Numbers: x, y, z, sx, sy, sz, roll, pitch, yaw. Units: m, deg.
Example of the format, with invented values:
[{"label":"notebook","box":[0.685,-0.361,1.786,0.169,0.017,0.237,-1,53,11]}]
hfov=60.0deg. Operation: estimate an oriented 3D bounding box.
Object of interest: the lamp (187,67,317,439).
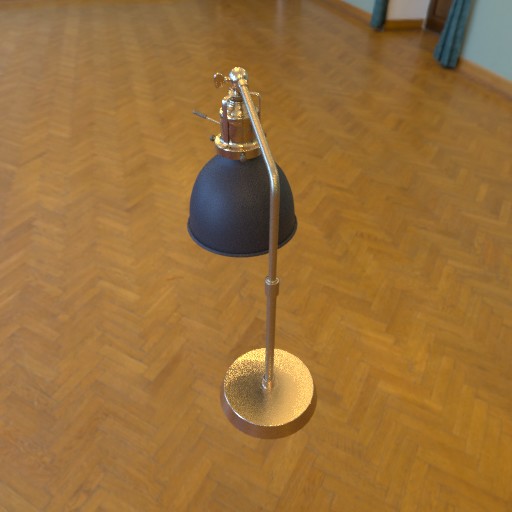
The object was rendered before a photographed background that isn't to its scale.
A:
[{"label":"lamp","box":[0.000,0.000,0.603,0.160,0.456,0.291,-11,42,-13]}]
